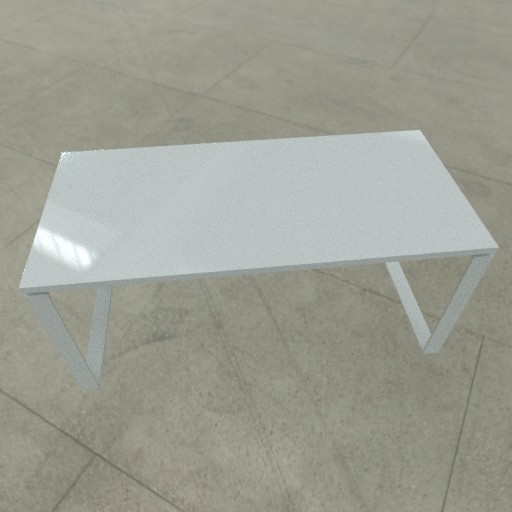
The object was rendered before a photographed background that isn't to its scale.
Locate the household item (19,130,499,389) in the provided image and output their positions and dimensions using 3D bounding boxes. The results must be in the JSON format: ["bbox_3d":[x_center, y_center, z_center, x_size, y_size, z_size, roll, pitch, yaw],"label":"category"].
[{"bbox_3d":[0.000,0.000,2.100,1.700,0.745,0.800,-5,47,-4],"label":"household item"}]
